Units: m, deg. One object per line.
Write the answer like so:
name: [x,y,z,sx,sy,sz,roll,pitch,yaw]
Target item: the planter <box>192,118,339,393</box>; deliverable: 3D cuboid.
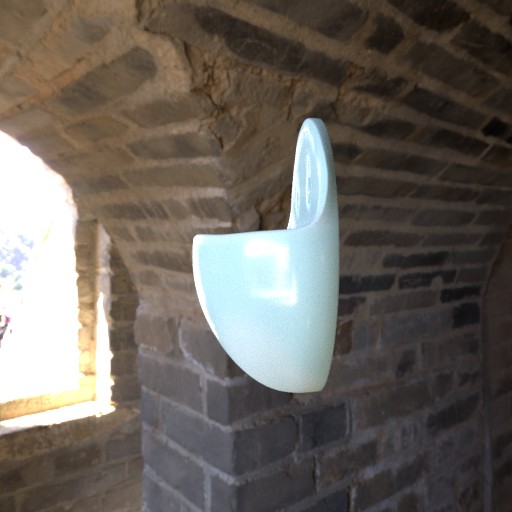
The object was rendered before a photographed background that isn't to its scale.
planter: [0.000,0.000,0.279,0.073,0.164,0.189,0,1,0]
